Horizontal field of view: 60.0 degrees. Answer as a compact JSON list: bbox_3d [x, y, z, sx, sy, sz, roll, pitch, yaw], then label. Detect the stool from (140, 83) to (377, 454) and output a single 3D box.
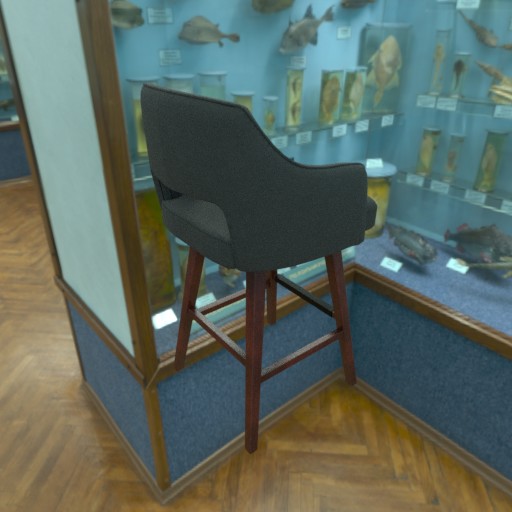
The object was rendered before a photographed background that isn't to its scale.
[{"bbox_3d":[0.000,0.000,1.360,0.558,1.012,0.548,-20,34,-33],"label":"stool"}]
